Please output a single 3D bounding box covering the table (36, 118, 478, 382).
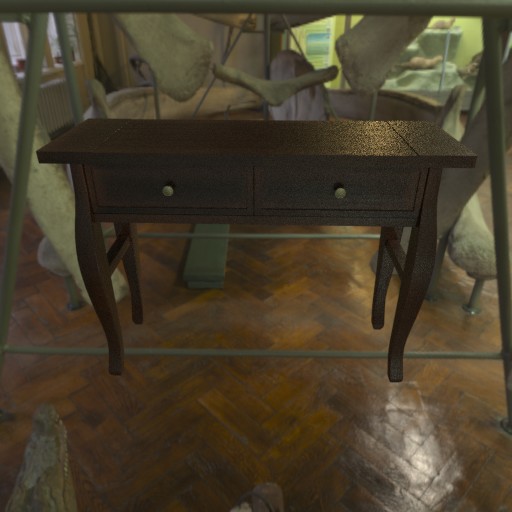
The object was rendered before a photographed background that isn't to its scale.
[{"bbox_3d":[0.000,0.000,1.407,1.062,0.768,0.373,1,30,2],"label":"table"}]
